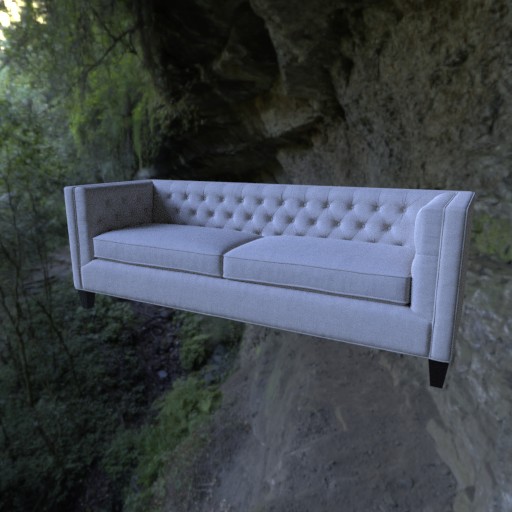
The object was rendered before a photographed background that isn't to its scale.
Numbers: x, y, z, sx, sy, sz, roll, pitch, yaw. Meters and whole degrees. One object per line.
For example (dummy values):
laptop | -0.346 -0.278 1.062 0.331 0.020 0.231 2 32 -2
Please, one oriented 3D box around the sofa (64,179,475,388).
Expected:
sofa | 0.000 0.000 2.527 2.159 0.762 0.775 7 15 27
